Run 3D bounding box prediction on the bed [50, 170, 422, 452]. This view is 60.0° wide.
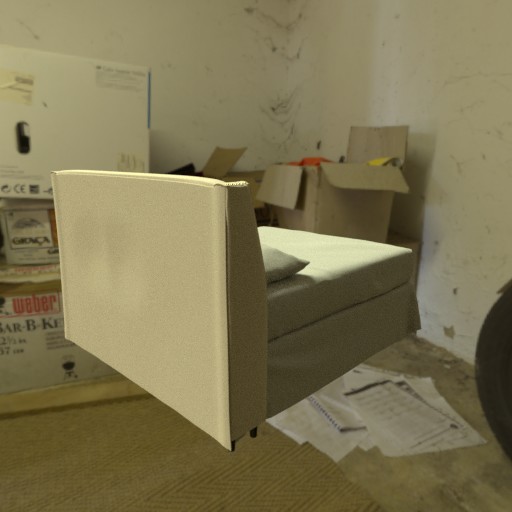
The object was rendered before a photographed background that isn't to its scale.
[{"bbox_3d":[0.000,0.000,3.414,1.925,1.332,2.276,13,18,43],"label":"bed"}]
